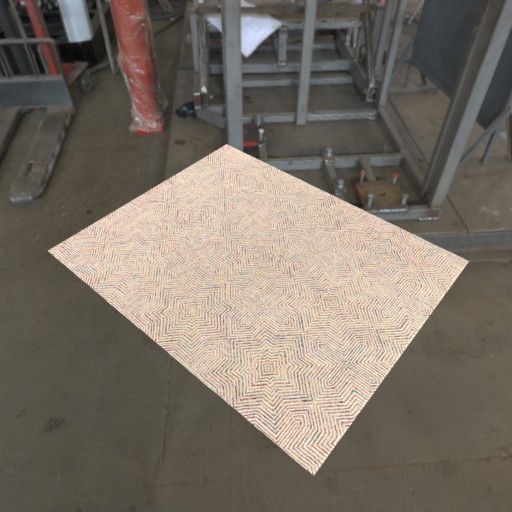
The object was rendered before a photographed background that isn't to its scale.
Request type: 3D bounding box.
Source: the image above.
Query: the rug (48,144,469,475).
[{"bbox_3d":[0.000,0.000,4.105,3.046,0.008,2.442,32,53,27],"label":"rug"}]
